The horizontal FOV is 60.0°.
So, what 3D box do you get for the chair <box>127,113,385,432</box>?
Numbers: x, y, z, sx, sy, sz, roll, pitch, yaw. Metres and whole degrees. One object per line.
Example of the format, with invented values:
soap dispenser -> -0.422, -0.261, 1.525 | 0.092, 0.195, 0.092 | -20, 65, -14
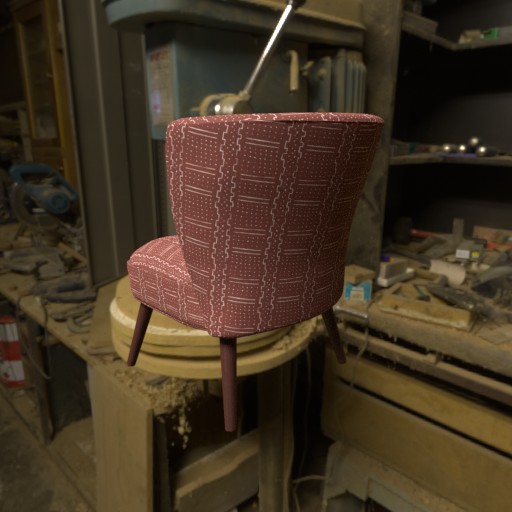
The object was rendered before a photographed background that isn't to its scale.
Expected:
chair -> 0.000, 0.000, 1.443 | 0.706, 0.866, 0.758 | -15, 22, -42
